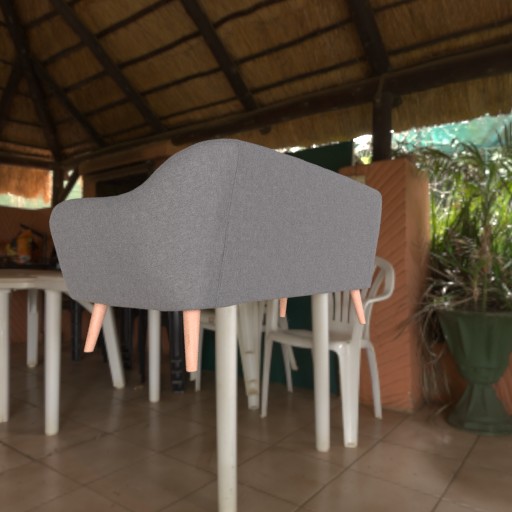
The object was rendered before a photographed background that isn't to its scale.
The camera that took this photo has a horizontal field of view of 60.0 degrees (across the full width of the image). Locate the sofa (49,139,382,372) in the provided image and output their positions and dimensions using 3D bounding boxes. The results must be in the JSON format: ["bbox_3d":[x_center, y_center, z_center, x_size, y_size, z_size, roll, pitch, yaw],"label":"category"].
[{"bbox_3d":[0.000,0.000,2.288,0.820,0.820,1.840,-1,-1,36],"label":"sofa"}]
